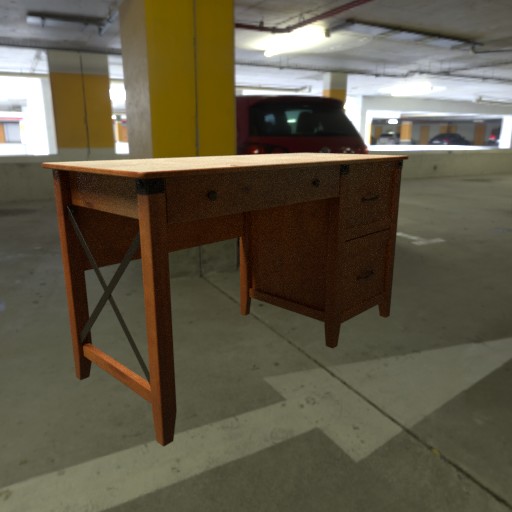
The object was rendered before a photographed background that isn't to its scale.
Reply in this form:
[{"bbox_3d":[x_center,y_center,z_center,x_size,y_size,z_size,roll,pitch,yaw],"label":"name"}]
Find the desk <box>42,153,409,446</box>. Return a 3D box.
[{"bbox_3d":[0.000,0.000,1.760,0.574,0.756,1.353,14,20,42],"label":"desk"}]
